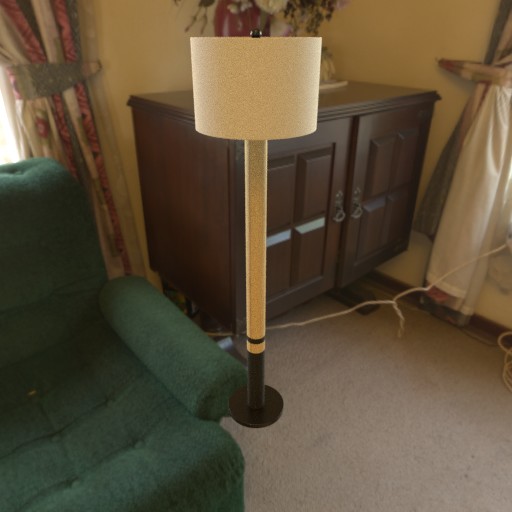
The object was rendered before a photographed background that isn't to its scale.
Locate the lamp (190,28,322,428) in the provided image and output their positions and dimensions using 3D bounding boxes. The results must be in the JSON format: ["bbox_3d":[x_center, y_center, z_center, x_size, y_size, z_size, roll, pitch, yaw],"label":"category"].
[{"bbox_3d":[0.000,0.000,1.615,0.381,1.478,0.381,16,31,29],"label":"lamp"}]
